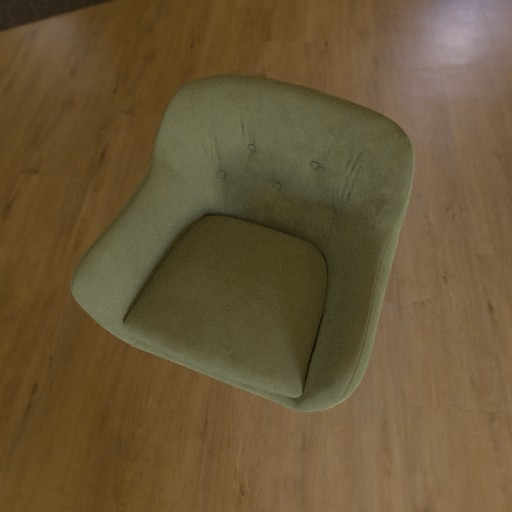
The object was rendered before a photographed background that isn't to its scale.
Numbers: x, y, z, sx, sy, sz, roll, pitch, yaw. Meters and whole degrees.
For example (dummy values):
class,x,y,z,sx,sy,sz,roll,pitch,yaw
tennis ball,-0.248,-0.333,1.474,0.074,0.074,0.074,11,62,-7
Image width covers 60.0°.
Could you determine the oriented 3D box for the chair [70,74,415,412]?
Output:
class,x,y,z,sx,sy,sz,roll,pitch,yaw
chair,0.000,0.000,1.488,0.840,0.804,0.819,19,60,11
